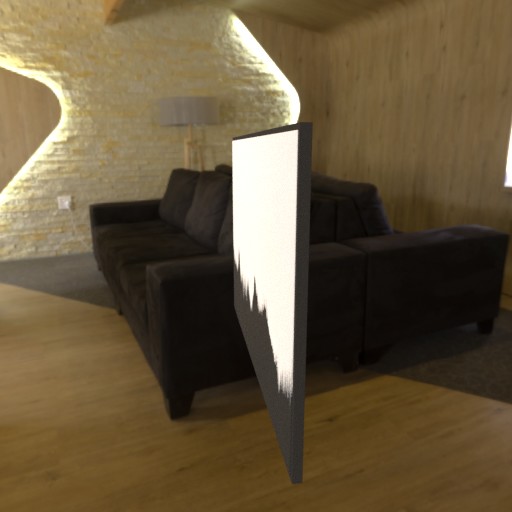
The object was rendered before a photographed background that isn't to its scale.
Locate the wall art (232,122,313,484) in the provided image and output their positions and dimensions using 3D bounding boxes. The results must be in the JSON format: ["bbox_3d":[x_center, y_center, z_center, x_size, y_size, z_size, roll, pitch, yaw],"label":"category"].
[{"bbox_3d":[0.000,0.000,1.505,0.028,0.805,1.190,-2,14,-9],"label":"wall art"}]
